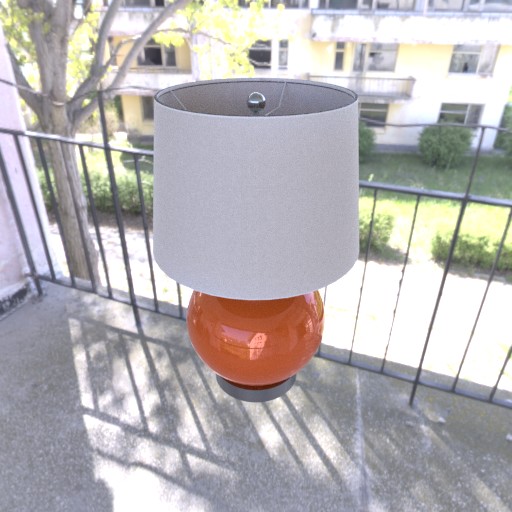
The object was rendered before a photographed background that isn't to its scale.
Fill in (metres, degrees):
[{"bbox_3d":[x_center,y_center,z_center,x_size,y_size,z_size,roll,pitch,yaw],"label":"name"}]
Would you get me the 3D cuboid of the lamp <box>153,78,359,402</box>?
[{"bbox_3d":[0.000,0.000,0.551,0.247,0.387,0.247,0,30,0],"label":"lamp"}]
